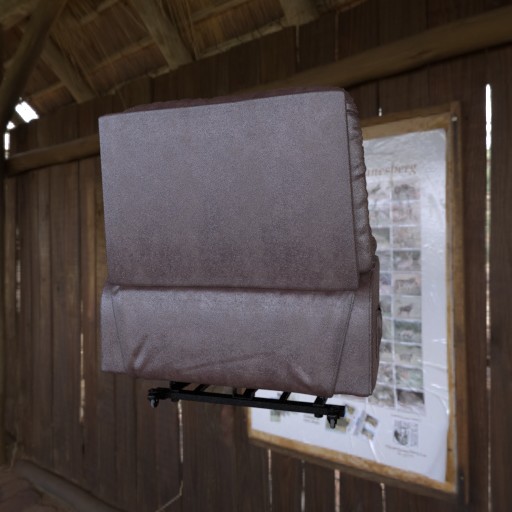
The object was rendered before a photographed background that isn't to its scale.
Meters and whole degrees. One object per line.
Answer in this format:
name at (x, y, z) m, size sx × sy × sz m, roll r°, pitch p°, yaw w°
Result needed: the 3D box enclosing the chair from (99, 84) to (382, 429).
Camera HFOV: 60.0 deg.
chair at (0.000, 0.000, 1.715) m, size 0.940 × 1.041 × 0.879 m, roll 0°, pitch 0°, yaw 17°
